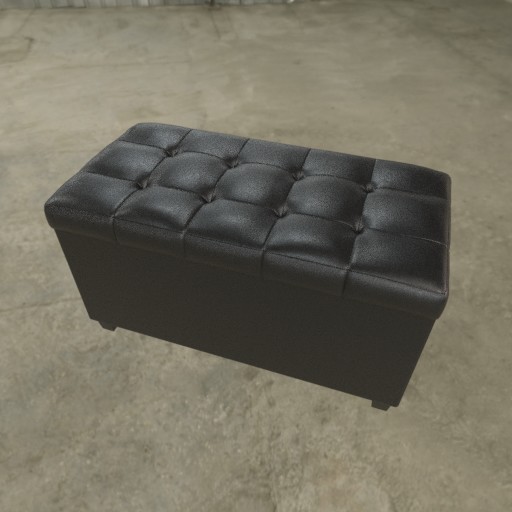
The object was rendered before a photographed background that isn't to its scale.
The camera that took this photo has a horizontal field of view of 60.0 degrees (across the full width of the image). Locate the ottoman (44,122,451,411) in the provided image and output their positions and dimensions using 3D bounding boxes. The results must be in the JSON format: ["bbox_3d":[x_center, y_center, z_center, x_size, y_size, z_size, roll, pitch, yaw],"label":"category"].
[{"bbox_3d":[0.000,0.000,1.130,0.838,0.470,0.432,13,44,13],"label":"ottoman"}]
